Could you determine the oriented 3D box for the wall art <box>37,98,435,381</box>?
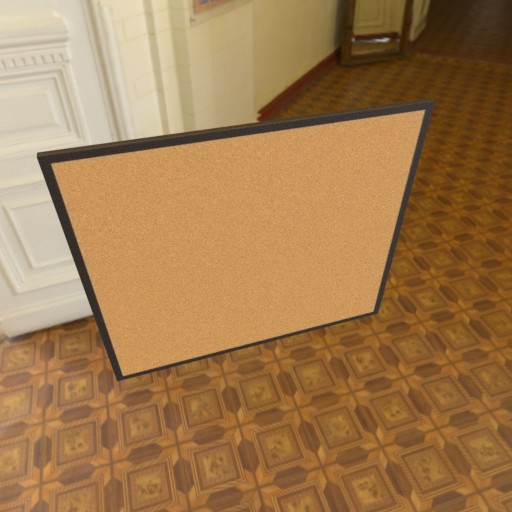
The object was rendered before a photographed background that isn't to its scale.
[{"bbox_3d":[0.000,0.000,1.400,1.033,0.875,0.023,-12,42,-13],"label":"wall art"}]
